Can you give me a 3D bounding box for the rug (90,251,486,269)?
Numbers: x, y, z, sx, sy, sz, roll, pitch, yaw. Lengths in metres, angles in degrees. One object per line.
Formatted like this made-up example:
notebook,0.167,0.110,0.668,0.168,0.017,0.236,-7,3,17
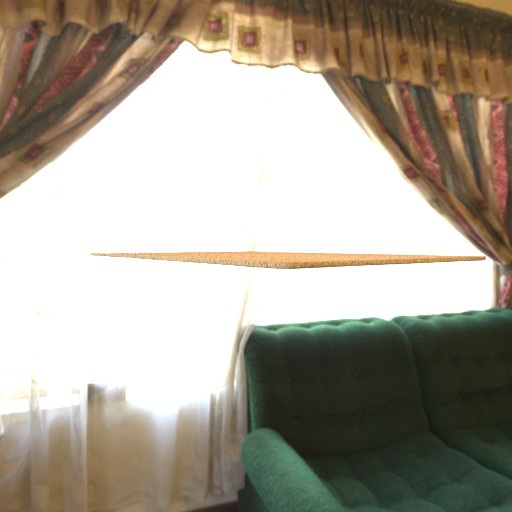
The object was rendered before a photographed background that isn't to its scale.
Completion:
rug,0.000,0.000,2.961,1.500,0.025,2.349,-1,2,-37
